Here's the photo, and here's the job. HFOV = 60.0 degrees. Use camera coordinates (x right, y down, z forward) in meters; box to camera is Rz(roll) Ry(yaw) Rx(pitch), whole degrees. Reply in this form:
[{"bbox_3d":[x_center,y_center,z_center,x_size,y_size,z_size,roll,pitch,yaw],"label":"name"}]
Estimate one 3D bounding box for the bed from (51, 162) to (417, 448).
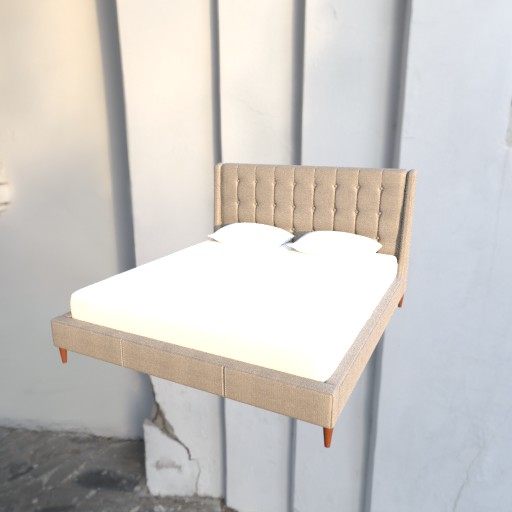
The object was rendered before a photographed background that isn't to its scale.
[{"bbox_3d":[0.000,0.000,3.577,2.062,1.289,2.342,8,17,26],"label":"bed"}]
